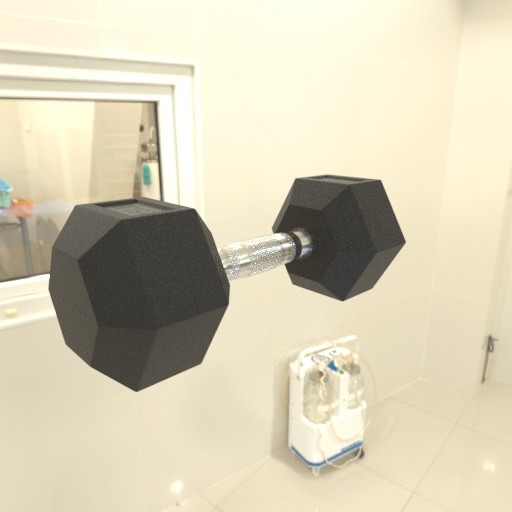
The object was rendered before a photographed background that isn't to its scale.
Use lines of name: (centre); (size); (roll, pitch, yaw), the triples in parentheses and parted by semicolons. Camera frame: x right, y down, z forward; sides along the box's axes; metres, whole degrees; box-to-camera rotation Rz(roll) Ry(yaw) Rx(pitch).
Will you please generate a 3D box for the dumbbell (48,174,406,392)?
dumbbell: (0.000, 0.000, 0.378); (0.315, 0.113, 0.129); (-15, 22, -41)
